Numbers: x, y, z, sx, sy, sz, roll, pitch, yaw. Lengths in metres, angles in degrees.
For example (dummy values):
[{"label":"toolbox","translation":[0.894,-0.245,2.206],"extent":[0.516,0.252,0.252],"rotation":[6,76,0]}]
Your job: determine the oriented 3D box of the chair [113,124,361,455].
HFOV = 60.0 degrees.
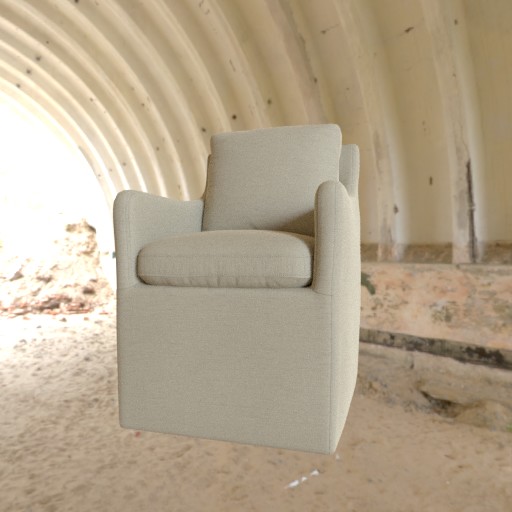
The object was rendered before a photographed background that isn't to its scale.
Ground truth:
[{"label":"chair","translation":[0.000,0.000,1.398],"extent":[0.626,0.914,0.694],"rotation":[0,1,17]}]
